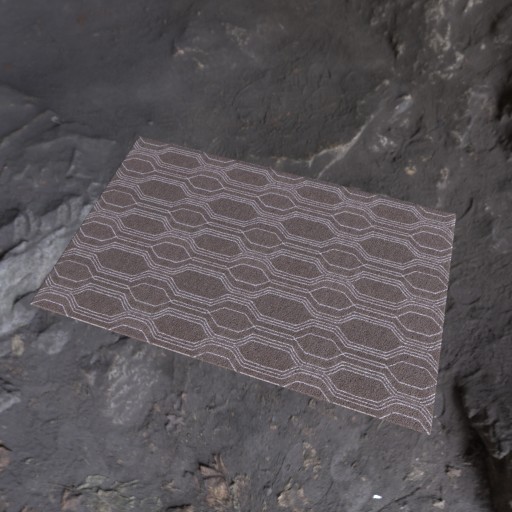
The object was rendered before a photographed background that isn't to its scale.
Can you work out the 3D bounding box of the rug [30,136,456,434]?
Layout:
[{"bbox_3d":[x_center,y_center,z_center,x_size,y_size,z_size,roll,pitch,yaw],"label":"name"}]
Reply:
[{"bbox_3d":[0.000,0.000,2.935,2.457,0.012,1.541,16,60,9],"label":"rug"}]
